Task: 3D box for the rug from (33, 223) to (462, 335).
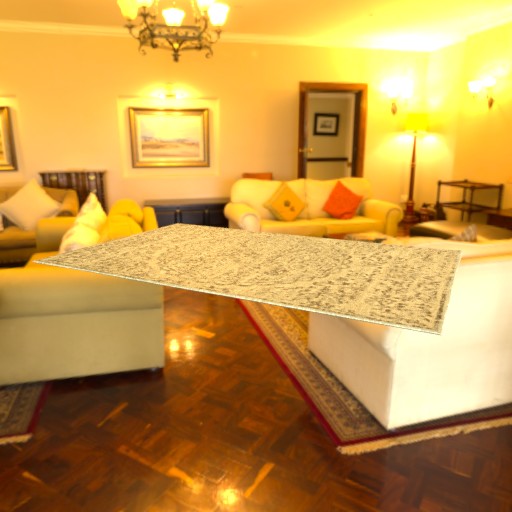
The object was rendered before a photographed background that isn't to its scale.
[{"bbox_3d":[0.000,0.000,2.968,2.447,0.021,1.527,7,16,26],"label":"rug"}]
